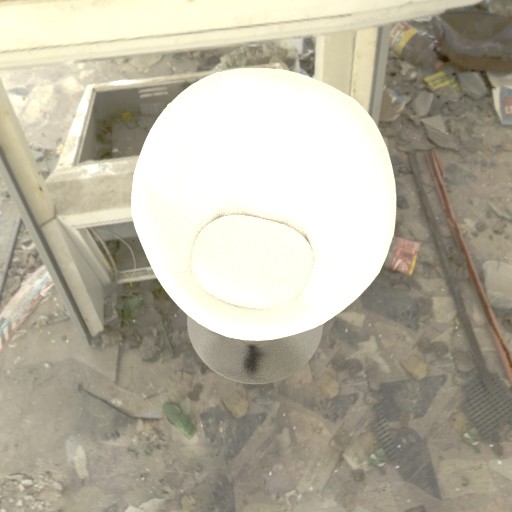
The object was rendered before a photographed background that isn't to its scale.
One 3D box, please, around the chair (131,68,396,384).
[{"bbox_3d":[0.000,0.000,1.796,0.940,1.261,0.736,14,60,8],"label":"chair"}]
